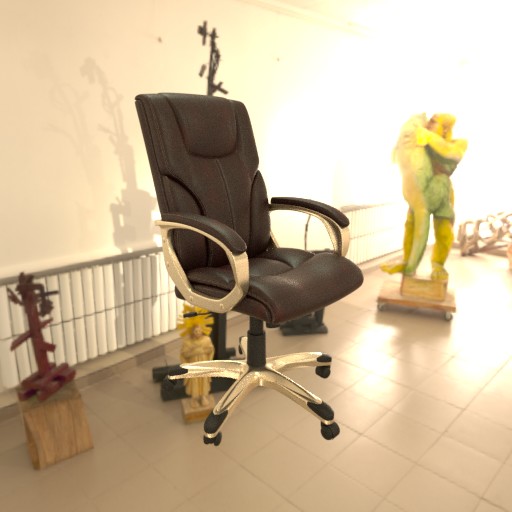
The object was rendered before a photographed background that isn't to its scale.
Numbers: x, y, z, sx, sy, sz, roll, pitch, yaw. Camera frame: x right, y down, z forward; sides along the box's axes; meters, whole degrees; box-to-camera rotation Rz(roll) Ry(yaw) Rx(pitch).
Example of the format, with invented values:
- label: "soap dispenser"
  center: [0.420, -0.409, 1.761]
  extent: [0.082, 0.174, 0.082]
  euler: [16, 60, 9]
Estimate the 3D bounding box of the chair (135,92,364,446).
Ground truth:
- label: "chair"
  center: [0.000, 0.000, 1.552]
  extent: [0.739, 1.107, 0.662]
  euler: [14, 21, 42]
